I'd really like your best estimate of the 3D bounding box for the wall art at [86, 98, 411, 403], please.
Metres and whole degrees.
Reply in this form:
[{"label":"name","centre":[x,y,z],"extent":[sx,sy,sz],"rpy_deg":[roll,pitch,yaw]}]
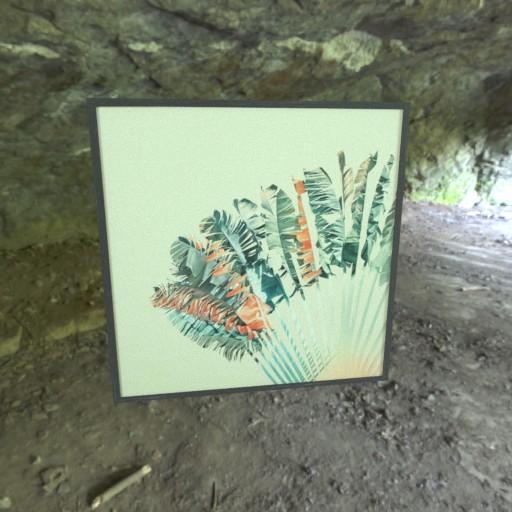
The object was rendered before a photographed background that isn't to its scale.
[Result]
[{"label":"wall art","centre":[0.000,0.000,1.145],"extent":[0.762,0.758,0.043],"rpy_deg":[-2,15,-8]}]
